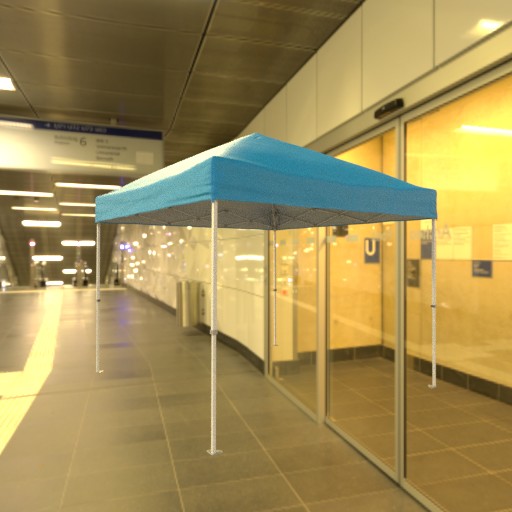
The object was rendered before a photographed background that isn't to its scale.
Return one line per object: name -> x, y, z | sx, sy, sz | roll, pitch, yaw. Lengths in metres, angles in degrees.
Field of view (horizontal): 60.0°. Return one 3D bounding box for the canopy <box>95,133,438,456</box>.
canopy -> 0.000, 0.000, 5.395 | 2.996, 2.997, 2.998 | 0, 0, -36
